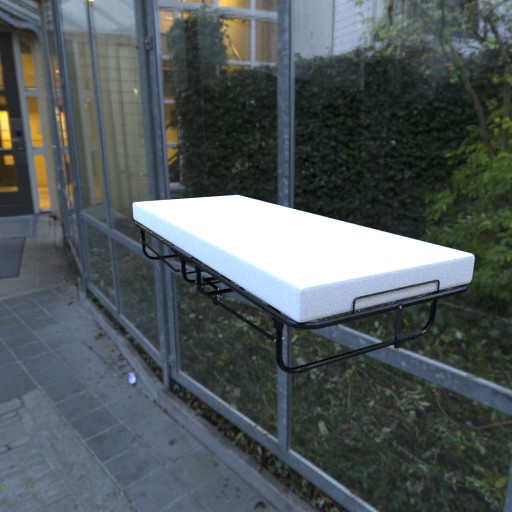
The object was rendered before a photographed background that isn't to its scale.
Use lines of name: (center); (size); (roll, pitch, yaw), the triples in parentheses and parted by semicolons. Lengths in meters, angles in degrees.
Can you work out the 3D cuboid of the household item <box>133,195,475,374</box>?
household item: (0.000, 0.000, 2.206); (0.787, 0.356, 1.905); (-8, 17, -28)
